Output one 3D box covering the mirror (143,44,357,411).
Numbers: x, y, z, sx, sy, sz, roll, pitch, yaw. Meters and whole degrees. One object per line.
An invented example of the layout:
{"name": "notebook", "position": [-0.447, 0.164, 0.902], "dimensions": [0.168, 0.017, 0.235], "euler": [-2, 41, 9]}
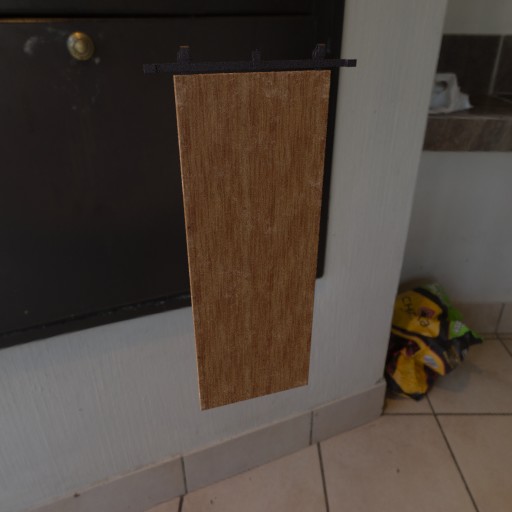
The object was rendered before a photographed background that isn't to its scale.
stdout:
{"name": "mirror", "position": [0.000, 0.000, 2.085], "dimensions": [0.847, 1.793, 0.042], "euler": [-9, 29, -16]}
